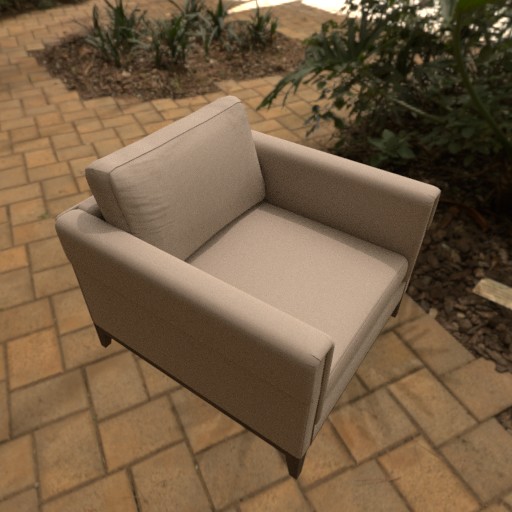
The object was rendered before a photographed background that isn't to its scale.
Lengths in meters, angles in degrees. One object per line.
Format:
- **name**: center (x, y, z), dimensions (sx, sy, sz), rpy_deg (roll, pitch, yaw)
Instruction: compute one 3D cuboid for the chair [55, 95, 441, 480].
- **chair**: center (0.000, 0.000, 1.621), dimensions (0.959, 0.838, 0.914), rpy_deg (25, 47, 26)
